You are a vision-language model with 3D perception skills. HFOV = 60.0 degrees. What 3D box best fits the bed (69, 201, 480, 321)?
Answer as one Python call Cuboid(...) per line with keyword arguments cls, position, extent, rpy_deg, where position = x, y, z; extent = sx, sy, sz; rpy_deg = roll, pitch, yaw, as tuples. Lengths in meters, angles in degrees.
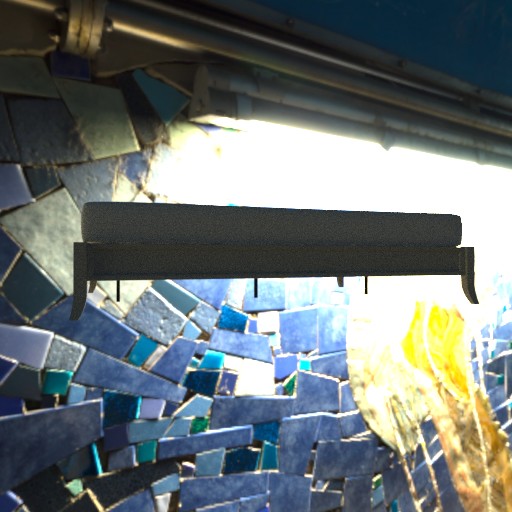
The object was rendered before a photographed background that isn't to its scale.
Cuboid(cls="bed", position=(0.000, 0.000, 2.703), extent=(1.985, 0.510, 1.460), rpy_deg=(0, 0, -18))
